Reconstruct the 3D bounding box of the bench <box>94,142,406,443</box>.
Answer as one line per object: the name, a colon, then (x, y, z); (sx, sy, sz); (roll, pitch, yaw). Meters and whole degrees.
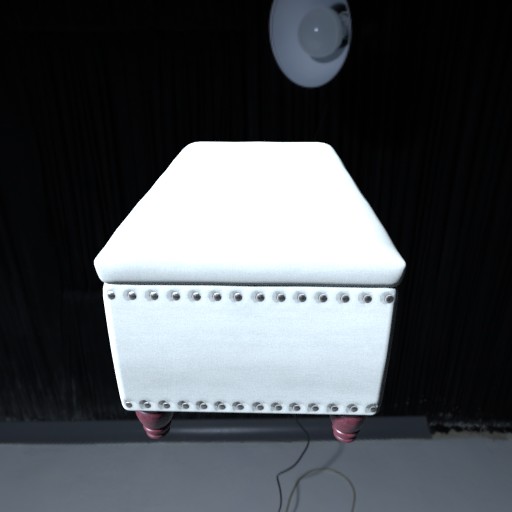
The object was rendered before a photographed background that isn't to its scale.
bench: (0.000, 0.000, 1.181); (0.500, 0.449, 0.887); (1, 25, 1)
